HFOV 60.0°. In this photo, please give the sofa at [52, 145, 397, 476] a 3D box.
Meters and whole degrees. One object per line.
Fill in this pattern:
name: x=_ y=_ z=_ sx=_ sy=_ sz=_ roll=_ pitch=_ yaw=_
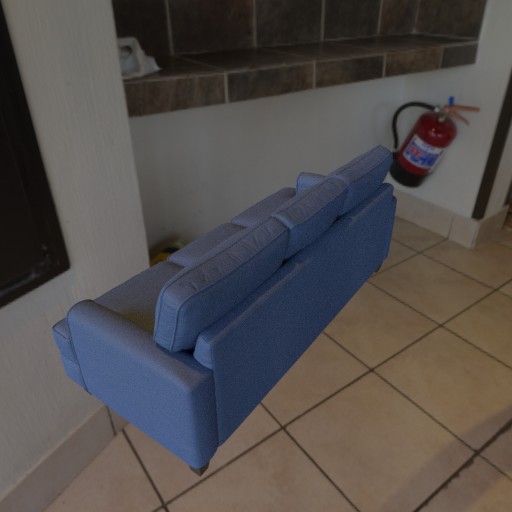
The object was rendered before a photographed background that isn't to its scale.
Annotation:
sofa: x=0.000 y=0.000 z=2.629 sx=0.951 sy=0.965 sz=2.158 roll=20 pitch=37 yaw=30
